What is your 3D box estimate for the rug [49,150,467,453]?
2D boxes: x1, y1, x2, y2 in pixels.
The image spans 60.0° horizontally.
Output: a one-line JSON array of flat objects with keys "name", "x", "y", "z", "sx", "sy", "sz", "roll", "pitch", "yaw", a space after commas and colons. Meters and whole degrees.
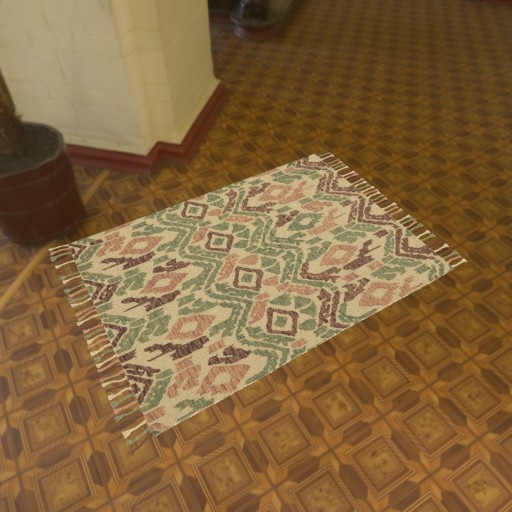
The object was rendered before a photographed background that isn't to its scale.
[{"name": "rug", "x": 0.000, "y": 0.000, "z": 2.297, "sx": 1.829, "sy": 0.010, "sz": 1.219, "roll": -24, "pitch": 51, "yaw": -21}]
